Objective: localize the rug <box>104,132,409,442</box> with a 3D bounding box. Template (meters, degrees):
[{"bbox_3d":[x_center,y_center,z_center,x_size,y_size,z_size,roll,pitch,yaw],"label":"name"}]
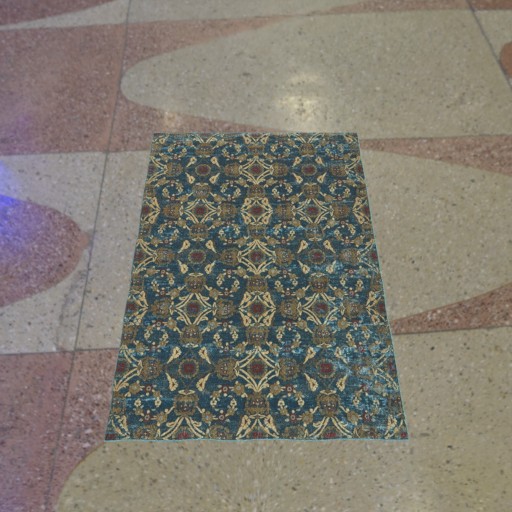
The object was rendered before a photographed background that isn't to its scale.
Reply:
[{"bbox_3d":[0.000,0.000,2.833,1.567,0.014,2.207,0,59,0],"label":"rug"}]
